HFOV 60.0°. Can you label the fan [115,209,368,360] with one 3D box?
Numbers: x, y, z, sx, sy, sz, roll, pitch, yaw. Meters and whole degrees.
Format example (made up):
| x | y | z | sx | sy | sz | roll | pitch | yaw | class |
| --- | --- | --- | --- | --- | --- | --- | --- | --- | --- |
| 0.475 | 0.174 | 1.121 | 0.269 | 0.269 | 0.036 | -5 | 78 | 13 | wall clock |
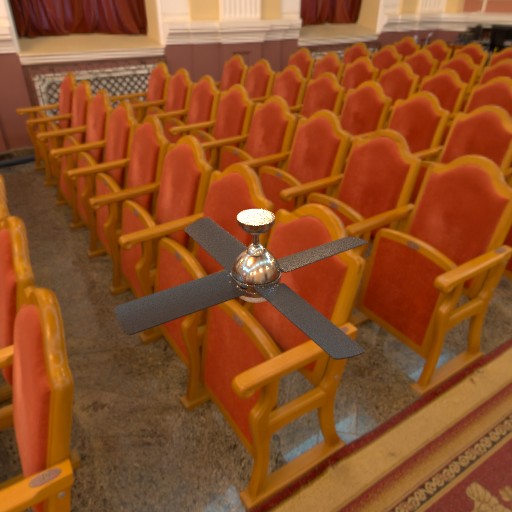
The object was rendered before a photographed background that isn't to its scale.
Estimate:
| x | y | z | sx | sy | sz | roll | pitch | yaw | class |
| --- | --- | --- | --- | --- | --- | --- | --- | --- | --- |
| 0.000 | 0.000 | 2.067 | 1.332 | 0.403 | 1.332 | -18 | 35 | -28 | fan |
